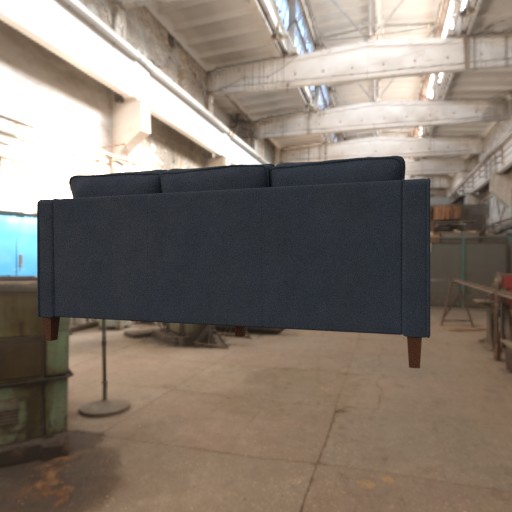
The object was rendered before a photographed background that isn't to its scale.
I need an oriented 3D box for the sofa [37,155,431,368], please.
[{"bbox_3d":[0.000,0.000,3.269,2.317,1.066,1.858,0,0,19],"label":"sofa"}]
